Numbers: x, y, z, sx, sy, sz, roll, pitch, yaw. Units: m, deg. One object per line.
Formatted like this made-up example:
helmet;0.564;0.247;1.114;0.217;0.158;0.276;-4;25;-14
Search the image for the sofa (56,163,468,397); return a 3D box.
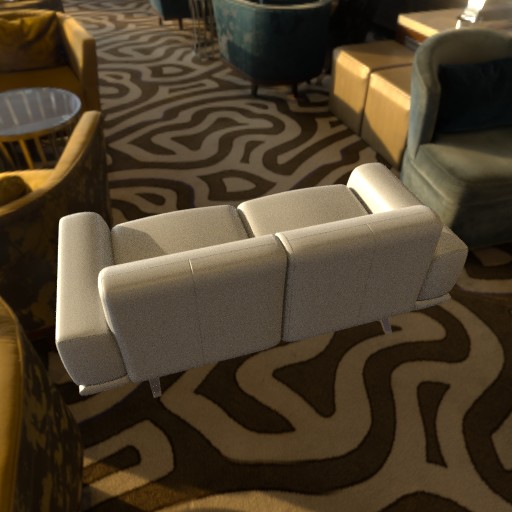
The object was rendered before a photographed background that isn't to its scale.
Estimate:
sofa;0.000;0.000;2.321;1.901;0.772;0.900;-12;43;-13
